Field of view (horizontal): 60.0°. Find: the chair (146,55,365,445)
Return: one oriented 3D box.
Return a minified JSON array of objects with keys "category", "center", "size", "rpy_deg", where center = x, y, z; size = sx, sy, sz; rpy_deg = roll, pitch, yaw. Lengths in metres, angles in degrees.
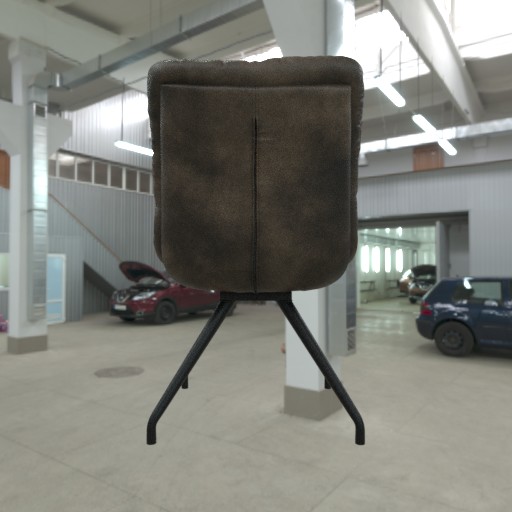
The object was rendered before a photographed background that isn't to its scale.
[{"category":"chair","center":[0.000,0.000,1.242],"size":[0.549,0.870,0.622],"rpy_deg":[0,-2,0]}]
